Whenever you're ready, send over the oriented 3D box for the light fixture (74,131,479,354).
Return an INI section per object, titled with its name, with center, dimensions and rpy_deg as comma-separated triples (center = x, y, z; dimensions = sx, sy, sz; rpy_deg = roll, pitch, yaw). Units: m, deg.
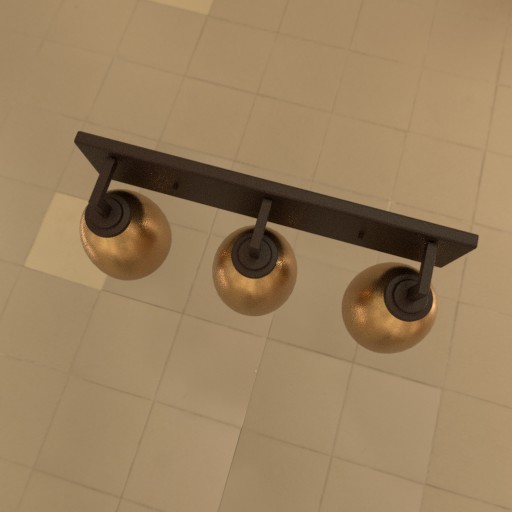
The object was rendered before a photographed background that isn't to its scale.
[light fixture]
center = 0.000, 0.000, 0.657
dimensions = 0.582, 0.204, 0.157
rpy_deg = 15, 76, 4
